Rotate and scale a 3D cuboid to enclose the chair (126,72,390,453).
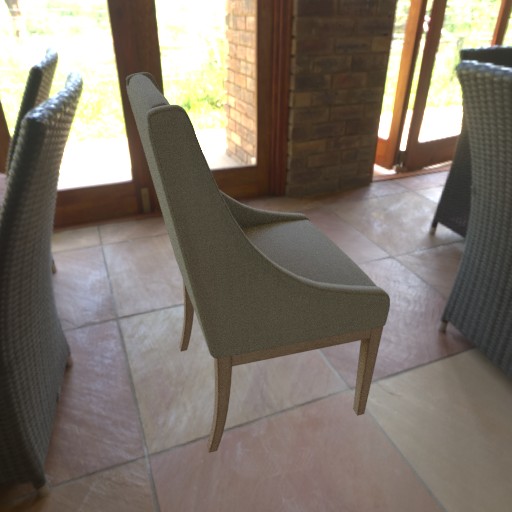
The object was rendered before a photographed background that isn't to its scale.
[{"bbox_3d":[0.000,0.000,1.368,0.611,1.021,0.575,-10,31,-16],"label":"chair"}]
